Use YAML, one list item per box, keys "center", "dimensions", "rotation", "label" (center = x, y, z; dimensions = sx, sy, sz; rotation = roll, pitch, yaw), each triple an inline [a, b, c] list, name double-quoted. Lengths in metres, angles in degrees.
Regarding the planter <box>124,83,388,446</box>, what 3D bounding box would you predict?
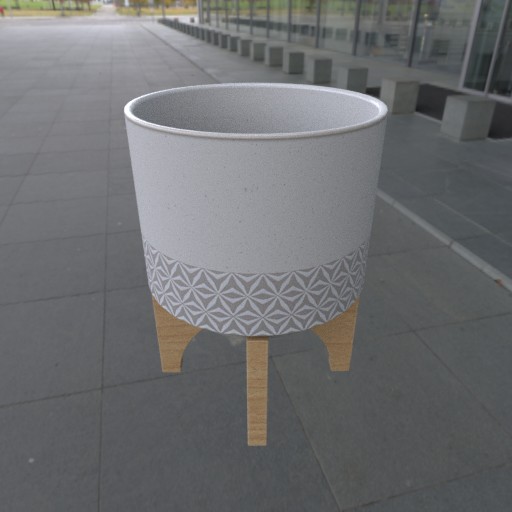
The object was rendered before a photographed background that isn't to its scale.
- center: [0.000, 0.000, 0.514]
  dimensions: [0.249, 0.343, 0.249]
  rotation: [0, 30, 0]
  label: "planter"
